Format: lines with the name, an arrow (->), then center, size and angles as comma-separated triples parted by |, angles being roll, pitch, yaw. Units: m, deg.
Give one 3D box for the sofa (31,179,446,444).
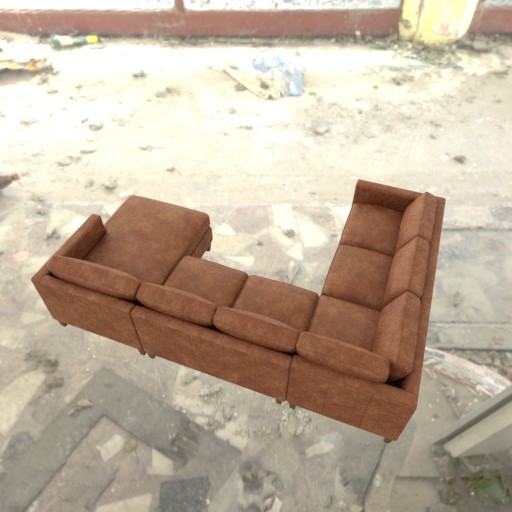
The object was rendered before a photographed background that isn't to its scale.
sofa -> 0.000, 0.000, 4.474 | 3.324, 0.888, 2.452 | 16, 49, 14
